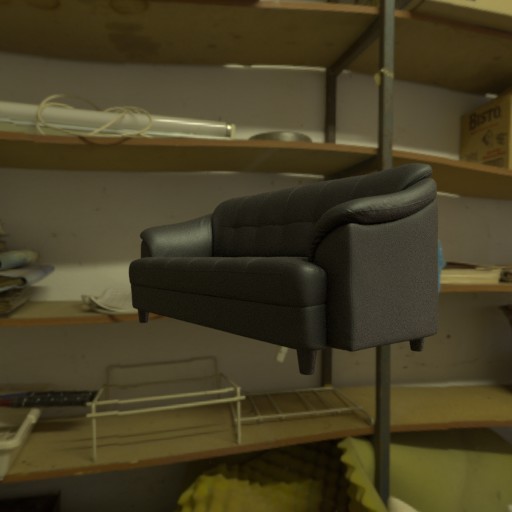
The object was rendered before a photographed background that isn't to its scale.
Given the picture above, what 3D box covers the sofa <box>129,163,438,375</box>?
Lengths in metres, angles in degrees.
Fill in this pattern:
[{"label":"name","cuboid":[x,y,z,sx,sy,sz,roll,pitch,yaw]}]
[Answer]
[{"label":"sofa","cuboid":[0.000,0.000,2.300,0.800,0.811,1.829,0,0,-36]}]
